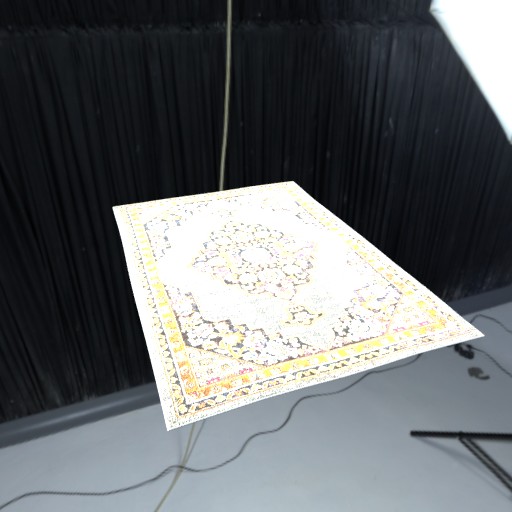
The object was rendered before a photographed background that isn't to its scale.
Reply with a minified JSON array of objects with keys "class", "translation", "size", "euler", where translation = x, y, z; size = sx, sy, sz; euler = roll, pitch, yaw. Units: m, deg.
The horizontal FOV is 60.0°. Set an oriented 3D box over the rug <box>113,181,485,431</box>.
[{"class":"rug","translation":[0.000,0.000,3.687],"size":[2.043,0.026,2.901],"euler":[-11,32,-18]}]
